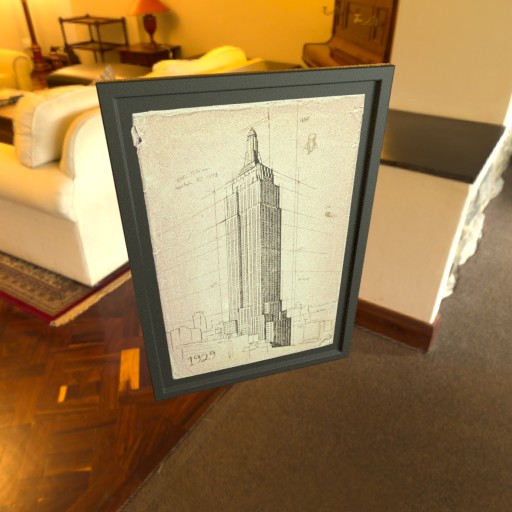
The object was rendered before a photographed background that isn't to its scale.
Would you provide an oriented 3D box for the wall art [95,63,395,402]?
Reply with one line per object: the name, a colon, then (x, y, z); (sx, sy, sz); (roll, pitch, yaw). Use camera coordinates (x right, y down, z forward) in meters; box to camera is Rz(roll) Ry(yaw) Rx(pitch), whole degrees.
wall art: (0.000, 0.000, 0.554); (0.303, 0.431, 0.013); (-9, 34, -14)
